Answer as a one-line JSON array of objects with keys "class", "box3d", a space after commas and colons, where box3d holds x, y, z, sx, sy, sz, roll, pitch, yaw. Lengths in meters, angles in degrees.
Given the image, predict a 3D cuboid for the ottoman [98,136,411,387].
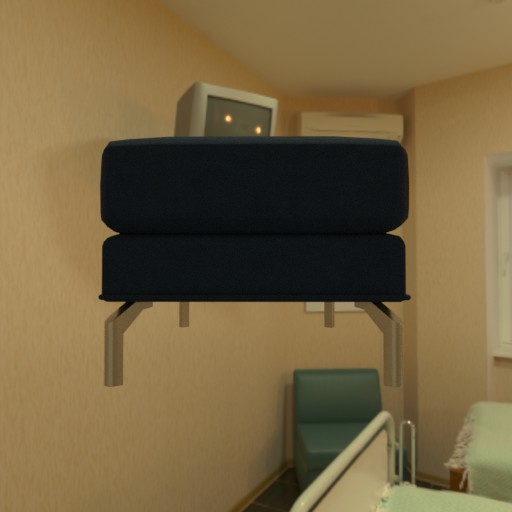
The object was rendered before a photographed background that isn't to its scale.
[{"class": "ottoman", "box3d": [0.000, 0.000, 1.224, 0.587, 0.498, 0.835, 0, -1, 1]}]
